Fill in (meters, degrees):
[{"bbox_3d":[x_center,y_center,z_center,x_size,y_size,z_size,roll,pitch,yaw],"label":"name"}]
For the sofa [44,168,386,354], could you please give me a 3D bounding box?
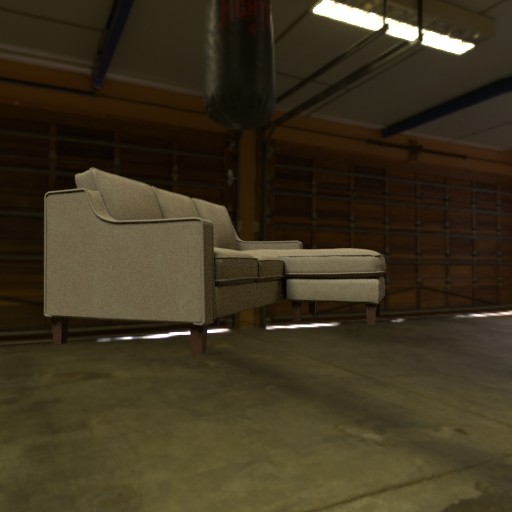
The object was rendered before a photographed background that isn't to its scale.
[{"bbox_3d":[0.000,0.000,3.402,1.858,1.081,2.317,0,-2,19],"label":"sofa"}]
